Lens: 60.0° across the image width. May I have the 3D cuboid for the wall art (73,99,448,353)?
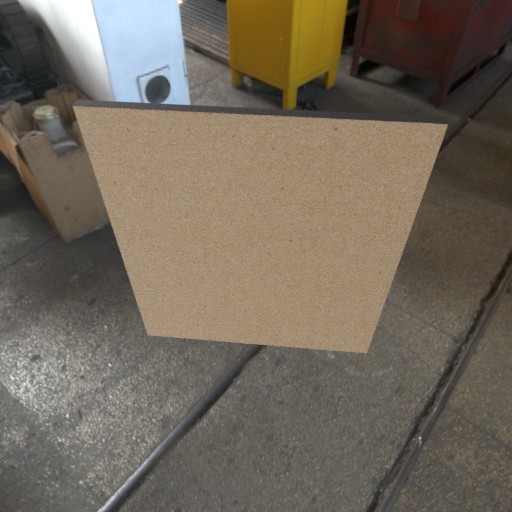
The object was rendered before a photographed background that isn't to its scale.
[{"bbox_3d":[0.000,0.000,1.214,0.755,0.863,0.028,4,47,4],"label":"wall art"}]
